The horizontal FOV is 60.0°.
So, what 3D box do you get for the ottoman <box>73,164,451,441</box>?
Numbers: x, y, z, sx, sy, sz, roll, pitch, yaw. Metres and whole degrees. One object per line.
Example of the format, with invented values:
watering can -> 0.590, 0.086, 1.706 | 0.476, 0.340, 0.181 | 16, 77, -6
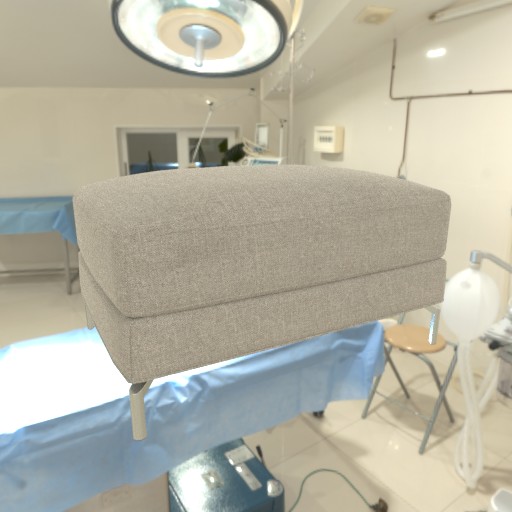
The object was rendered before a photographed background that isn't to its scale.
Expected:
ottoman -> 0.000, 0.000, 1.170 | 0.838, 0.457, 0.584 | -9, 18, -27
